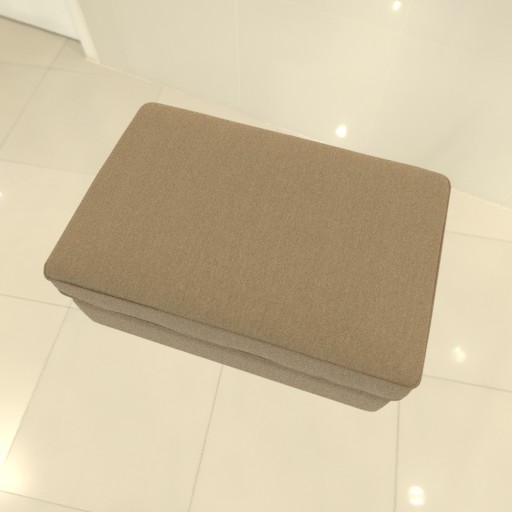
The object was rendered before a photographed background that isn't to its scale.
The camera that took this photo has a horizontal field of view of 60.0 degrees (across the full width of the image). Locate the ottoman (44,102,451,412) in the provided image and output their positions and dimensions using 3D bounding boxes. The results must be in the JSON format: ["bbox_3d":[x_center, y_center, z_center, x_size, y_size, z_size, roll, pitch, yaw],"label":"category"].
[{"bbox_3d":[0.000,0.000,1.314,0.945,0.521,0.636,16,63,8],"label":"ottoman"}]
